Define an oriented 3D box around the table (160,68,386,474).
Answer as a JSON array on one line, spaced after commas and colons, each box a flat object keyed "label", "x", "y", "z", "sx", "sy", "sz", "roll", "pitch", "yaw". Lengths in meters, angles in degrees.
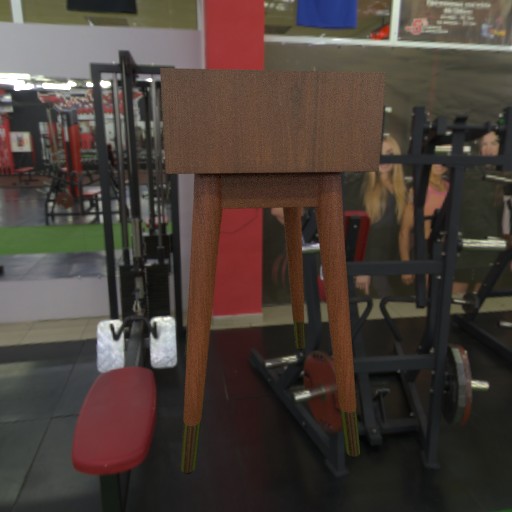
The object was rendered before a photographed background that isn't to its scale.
[{"label": "table", "x": 0.000, "y": 0.000, "z": 0.830, "sx": 0.300, "sy": 0.599, "sz": 0.406, "roll": -2, "pitch": 16, "yaw": -7}]
